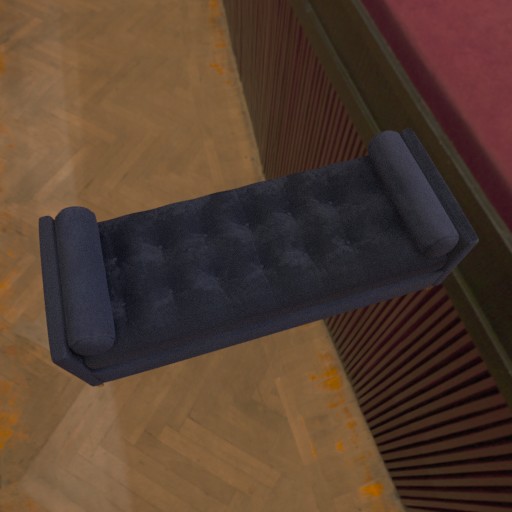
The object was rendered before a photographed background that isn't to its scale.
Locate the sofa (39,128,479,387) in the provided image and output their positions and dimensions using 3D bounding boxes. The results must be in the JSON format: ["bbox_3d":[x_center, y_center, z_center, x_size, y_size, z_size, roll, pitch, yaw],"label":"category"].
[{"bbox_3d":[0.000,0.000,2.470,2.102,0.705,0.796,-15,64,-8],"label":"sofa"}]
